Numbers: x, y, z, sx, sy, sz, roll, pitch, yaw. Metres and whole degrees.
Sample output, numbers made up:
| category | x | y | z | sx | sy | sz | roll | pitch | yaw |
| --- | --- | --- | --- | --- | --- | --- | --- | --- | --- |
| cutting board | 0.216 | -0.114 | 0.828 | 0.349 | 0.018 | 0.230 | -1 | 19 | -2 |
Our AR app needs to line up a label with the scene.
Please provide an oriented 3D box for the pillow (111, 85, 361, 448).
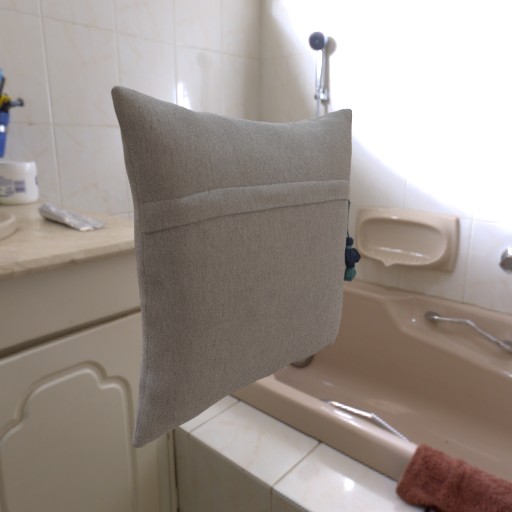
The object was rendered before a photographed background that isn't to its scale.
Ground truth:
| category | x | y | z | sx | sy | sz | roll | pitch | yaw |
| --- | --- | --- | --- | --- | --- | --- | --- | --- | --- |
| pillow | 0.000 | 0.000 | 0.655 | 0.173 | 0.436 | 0.433 | 14 | 20 | 43 |
